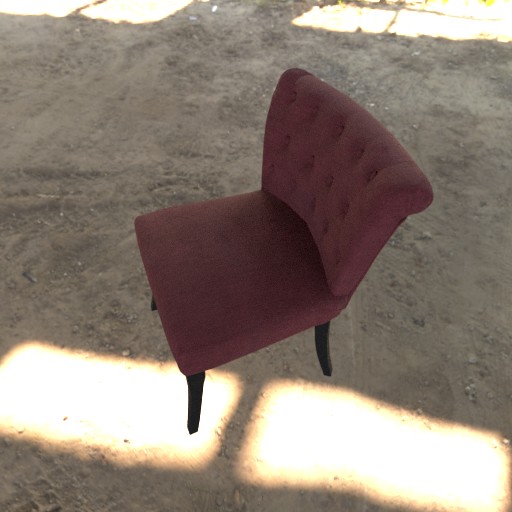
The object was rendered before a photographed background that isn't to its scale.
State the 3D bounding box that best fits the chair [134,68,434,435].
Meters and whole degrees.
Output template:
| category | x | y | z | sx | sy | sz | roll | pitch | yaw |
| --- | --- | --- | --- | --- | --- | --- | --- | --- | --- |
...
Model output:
| category | x | y | z | sx | sy | sz | roll | pitch | yaw |
| --- | --- | --- | --- | --- | --- | --- | --- | --- | --- |
| chair | 0.000 | 0.000 | 1.211 | 0.605 | 0.750 | 0.582 | -16 | 48 | -15 |
